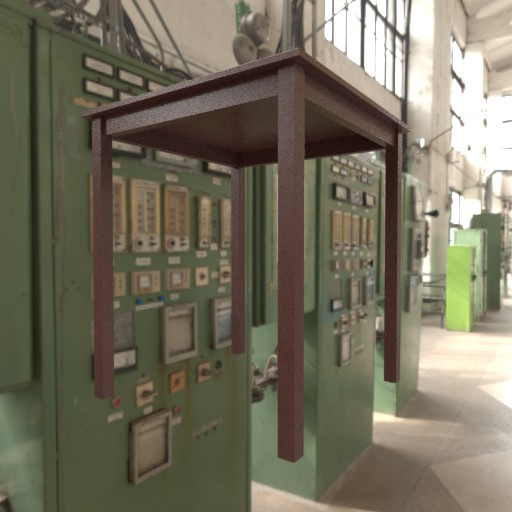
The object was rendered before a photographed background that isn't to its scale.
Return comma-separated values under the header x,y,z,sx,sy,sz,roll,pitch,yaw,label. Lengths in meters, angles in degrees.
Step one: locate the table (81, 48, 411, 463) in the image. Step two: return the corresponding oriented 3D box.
x,y,z,sx,sy,sz,roll,pitch,yaw,label
0.000,0.000,1.633,0.861,0.991,0.861,1,2,36,table
